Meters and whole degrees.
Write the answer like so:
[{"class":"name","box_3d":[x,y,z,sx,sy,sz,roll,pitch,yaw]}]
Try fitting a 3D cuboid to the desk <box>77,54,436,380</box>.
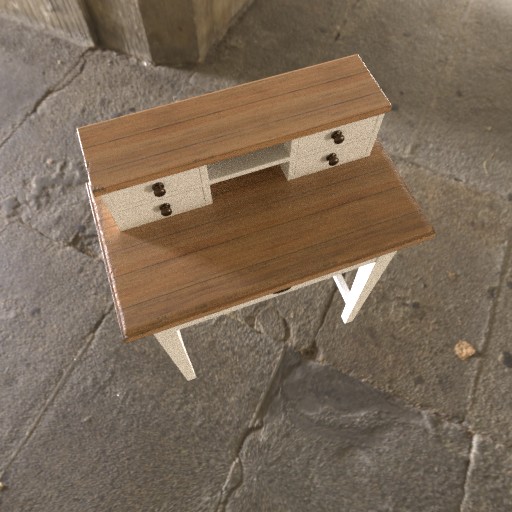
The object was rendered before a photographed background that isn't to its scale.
[{"class":"desk","box_3d":[0.000,0.000,1.425,0.814,0.981,0.462,-18,65,-9]}]
